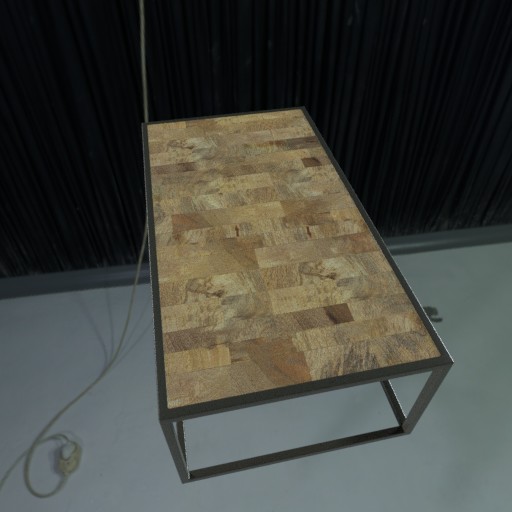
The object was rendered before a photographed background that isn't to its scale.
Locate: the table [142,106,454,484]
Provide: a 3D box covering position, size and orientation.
[{"bbox_3d":[0.000,0.000,1.486,0.649,0.398,1.199,-9,47,-8],"label":"table"}]
